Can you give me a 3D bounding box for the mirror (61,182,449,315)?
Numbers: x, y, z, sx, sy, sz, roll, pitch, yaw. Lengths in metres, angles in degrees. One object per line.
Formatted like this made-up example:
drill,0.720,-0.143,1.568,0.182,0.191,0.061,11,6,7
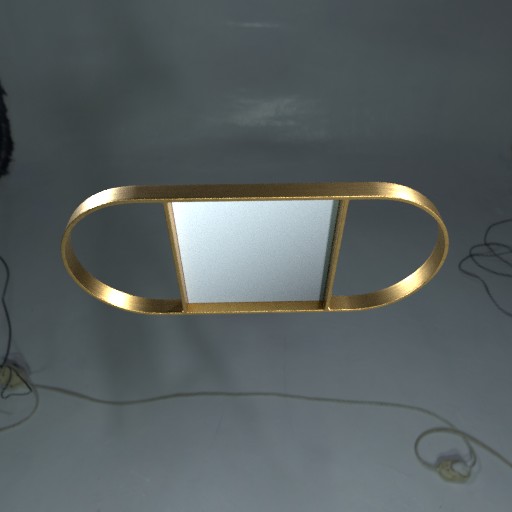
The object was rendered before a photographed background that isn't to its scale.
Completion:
mirror,0.000,0.000,0.691,0.584,0.254,0.032,-1,46,-1
